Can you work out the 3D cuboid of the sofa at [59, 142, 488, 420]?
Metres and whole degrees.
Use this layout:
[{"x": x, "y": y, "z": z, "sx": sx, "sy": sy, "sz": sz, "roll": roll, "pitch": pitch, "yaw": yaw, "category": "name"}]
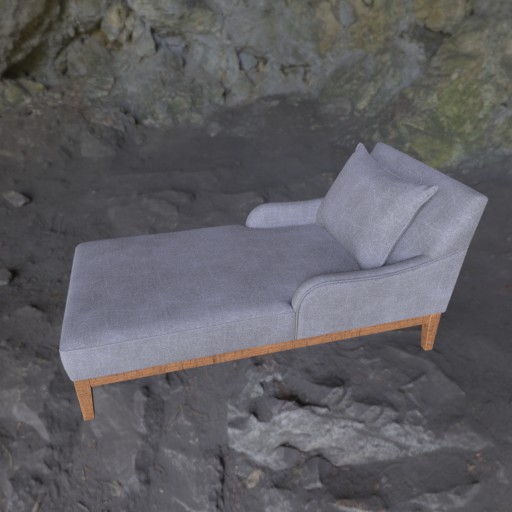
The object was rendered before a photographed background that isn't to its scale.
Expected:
[{"x": 0.000, "y": 0.000, "z": 2.200, "sx": 1.779, "sy": 0.859, "sz": 0.894, "roll": -8, "pitch": 30, "yaw": -13, "category": "sofa"}]
